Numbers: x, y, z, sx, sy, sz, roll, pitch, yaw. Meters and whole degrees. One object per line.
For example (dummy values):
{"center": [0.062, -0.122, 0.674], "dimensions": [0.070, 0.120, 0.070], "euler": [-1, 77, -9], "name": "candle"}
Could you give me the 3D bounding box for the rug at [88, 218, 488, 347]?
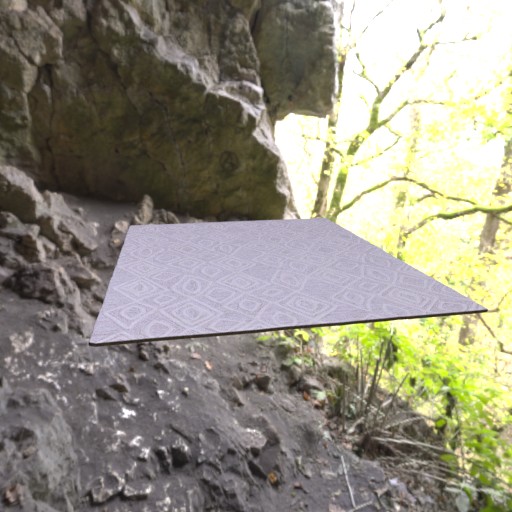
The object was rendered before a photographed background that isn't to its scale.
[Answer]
{"center": [0.000, 0.000, 4.031], "dimensions": [2.449, 0.025, 3.049], "euler": [-3, 17, -11], "name": "rug"}
